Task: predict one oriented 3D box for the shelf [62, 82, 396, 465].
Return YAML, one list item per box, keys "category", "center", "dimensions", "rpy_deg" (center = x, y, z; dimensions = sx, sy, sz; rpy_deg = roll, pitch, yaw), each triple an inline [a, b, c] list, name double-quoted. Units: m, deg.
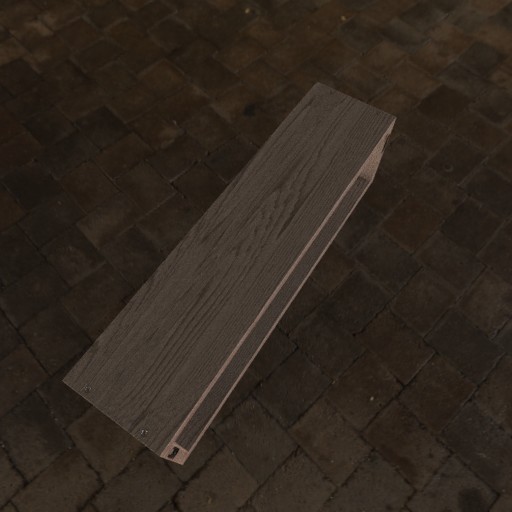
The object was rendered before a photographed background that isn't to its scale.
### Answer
- category: "shelf"
  center: [0.000, 0.000, 0.702]
  dimensions: [0.150, 0.170, 0.610]
  rpy_deg: [30, 66, 15]
